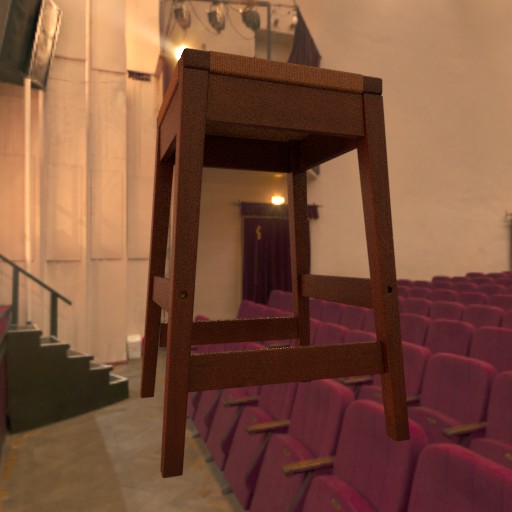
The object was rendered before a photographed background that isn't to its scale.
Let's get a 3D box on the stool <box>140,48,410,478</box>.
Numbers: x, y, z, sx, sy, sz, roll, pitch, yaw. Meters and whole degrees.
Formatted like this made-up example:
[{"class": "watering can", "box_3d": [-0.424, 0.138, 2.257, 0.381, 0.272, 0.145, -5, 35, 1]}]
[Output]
[{"class": "stool", "box_3d": [0.000, 0.000, 1.074, 0.507, 0.762, 0.497, 0, -1, -19]}]
